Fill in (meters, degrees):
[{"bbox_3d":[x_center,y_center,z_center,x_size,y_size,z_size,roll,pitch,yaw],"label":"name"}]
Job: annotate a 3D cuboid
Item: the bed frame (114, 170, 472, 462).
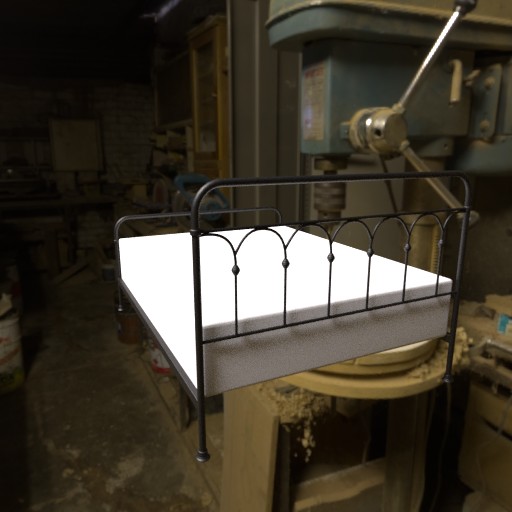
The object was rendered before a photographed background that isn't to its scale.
[{"bbox_3d":[0.000,0.000,3.178,1.664,1.276,2.203,-7,16,-25],"label":"bed frame"}]
